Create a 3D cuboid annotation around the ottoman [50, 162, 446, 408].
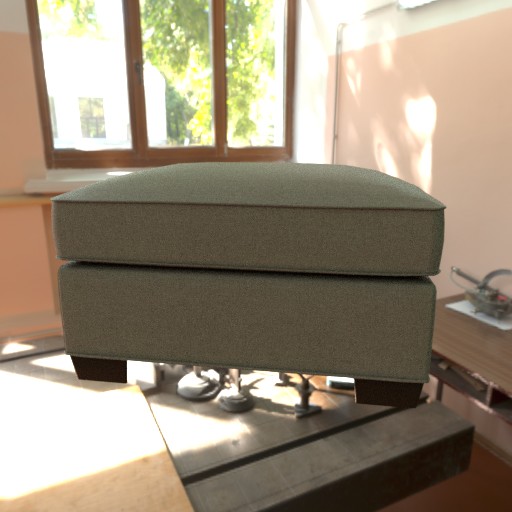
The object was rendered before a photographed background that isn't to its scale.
[{"bbox_3d":[0.000,0.000,1.237,0.843,0.504,0.619,2,15,8],"label":"ottoman"}]
